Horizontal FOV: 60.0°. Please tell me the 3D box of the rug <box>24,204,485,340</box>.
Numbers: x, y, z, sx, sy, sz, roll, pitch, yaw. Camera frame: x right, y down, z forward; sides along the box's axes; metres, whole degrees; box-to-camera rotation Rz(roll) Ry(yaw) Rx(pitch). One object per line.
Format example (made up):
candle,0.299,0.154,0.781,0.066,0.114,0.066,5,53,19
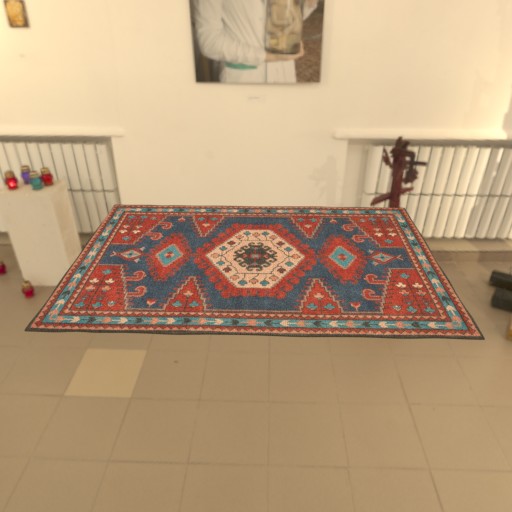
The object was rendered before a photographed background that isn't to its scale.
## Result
rug,0.000,0.000,2.257,1.820,0.012,1.207,1,31,1
